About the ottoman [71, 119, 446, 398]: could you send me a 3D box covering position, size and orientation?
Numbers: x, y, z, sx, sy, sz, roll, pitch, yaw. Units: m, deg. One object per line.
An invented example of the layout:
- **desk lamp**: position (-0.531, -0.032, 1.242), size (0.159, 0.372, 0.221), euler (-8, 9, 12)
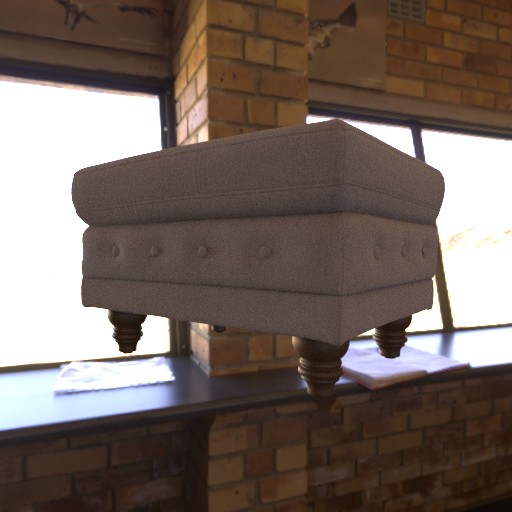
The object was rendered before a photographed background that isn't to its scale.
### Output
- **ottoman**: position (0.000, 0.000, 1.113), size (0.771, 0.500, 0.569), euler (1, 1, 37)
